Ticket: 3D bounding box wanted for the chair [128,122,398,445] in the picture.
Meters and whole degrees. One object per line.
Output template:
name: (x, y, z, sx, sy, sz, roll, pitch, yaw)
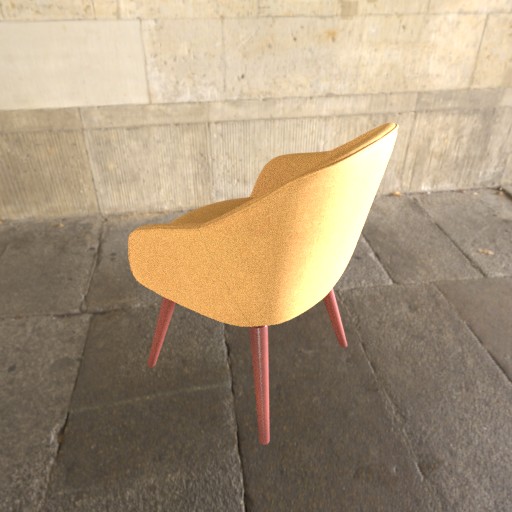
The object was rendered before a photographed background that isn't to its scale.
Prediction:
chair: (0.000, 0.000, 1.265, 0.635, 0.823, 0.596, 23, 40, 30)
